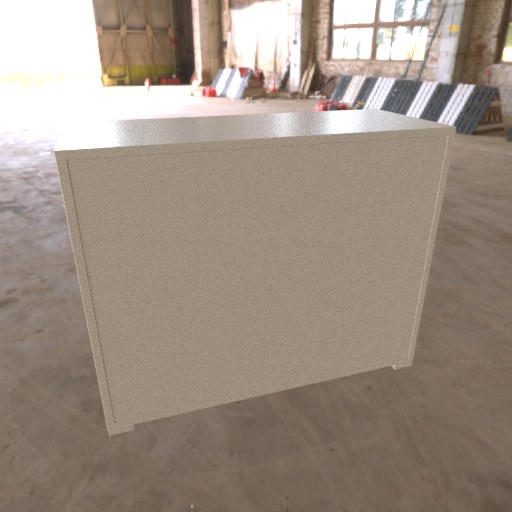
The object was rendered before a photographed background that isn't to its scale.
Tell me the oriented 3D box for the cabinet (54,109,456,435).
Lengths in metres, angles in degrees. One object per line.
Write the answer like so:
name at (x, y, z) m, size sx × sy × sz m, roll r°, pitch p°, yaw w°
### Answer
cabinet at (0.000, 0.000, 1.390) m, size 1.000 × 0.800 × 0.400 m, roll -8°, pitch 26°, yaw -16°
